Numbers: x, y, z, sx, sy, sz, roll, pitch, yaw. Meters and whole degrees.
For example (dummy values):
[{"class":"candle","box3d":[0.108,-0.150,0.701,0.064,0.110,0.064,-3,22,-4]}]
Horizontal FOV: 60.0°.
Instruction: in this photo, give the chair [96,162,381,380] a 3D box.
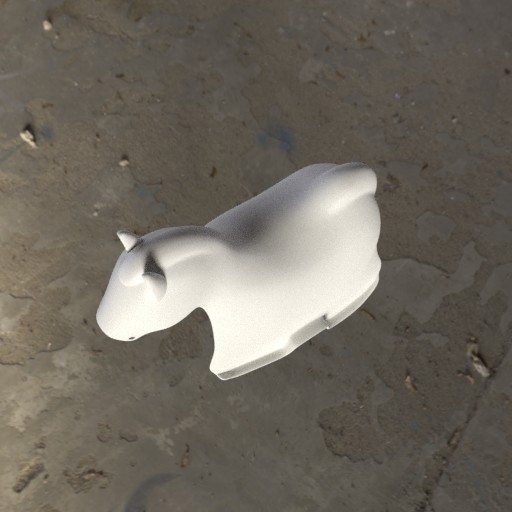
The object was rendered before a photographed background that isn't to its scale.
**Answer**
[{"class":"chair","box3d":[0.000,0.000,1.141,0.800,0.612,0.429,-30,68,-14]}]
